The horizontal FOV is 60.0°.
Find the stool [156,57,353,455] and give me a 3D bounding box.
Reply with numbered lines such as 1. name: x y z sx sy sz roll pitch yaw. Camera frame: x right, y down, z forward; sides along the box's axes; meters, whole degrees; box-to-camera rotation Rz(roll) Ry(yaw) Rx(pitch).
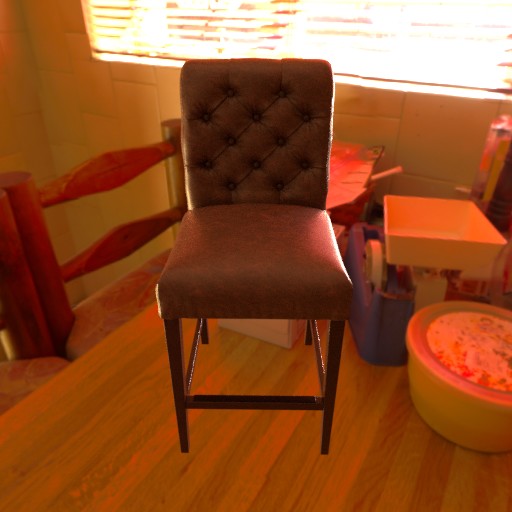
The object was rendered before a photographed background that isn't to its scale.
1. stool: 0.000 0.000 1.396 0.486 1.084 0.660 0 30 1
